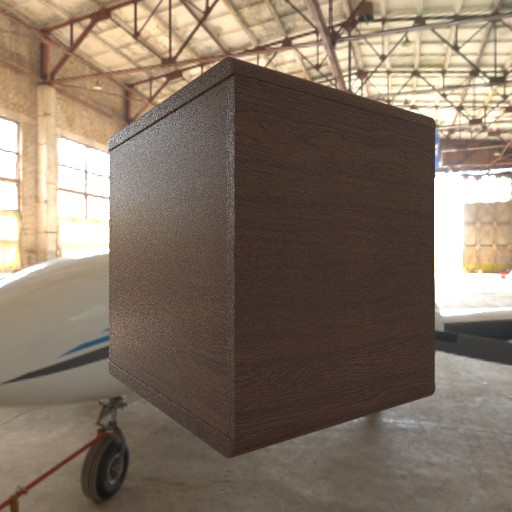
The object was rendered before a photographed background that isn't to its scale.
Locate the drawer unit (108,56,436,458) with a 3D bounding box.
[{"bbox_3d":[0.000,0.000,0.593,0.290,0.344,0.344,0,0,-35],"label":"drawer unit"}]
